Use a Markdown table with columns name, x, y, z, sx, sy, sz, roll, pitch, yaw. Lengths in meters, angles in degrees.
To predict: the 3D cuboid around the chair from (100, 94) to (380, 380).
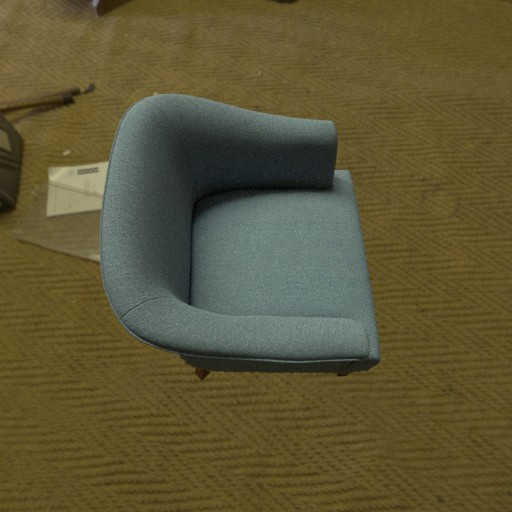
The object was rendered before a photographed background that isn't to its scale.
| name | x | y | z | sx | sy | sz | roll | pitch | yaw |
| --- | --- | --- | --- | --- | --- | --- | --- | --- | --- |
| chair | 0.000 | 0.000 | 1.393 | 0.704 | 0.815 | 0.772 | -2 | 64 | -1 |
